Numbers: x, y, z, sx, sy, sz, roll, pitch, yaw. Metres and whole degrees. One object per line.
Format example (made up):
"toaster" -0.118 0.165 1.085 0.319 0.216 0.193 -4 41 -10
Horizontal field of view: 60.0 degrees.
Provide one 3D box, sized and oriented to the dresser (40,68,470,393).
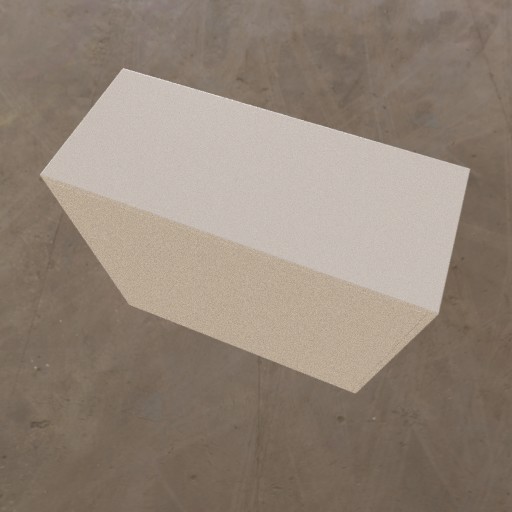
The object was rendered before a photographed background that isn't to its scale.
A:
"dresser" 0.000 0.000 1.668 1.100 1.000 0.460 19 64 10
